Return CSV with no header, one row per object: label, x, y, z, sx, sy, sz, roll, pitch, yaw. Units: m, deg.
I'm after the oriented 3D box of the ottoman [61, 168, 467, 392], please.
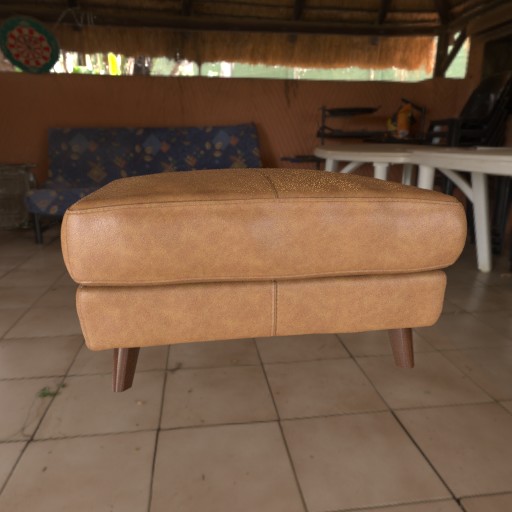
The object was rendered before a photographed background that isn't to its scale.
ottoman,0.000,0.000,1.206,0.869,0.461,0.630,-2,15,-9
